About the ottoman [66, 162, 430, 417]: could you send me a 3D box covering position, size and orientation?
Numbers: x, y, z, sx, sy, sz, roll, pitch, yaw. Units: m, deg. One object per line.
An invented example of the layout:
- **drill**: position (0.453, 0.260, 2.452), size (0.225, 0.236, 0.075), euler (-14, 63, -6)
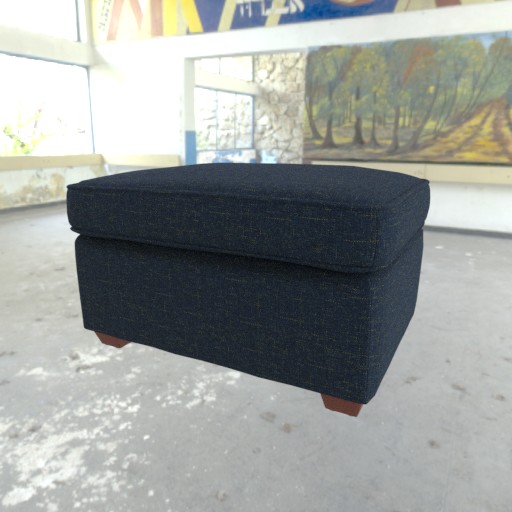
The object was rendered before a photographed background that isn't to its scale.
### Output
- **ottoman**: position (0.000, 0.000, 1.110), size (0.749, 0.450, 0.549), euler (8, 17, 27)
